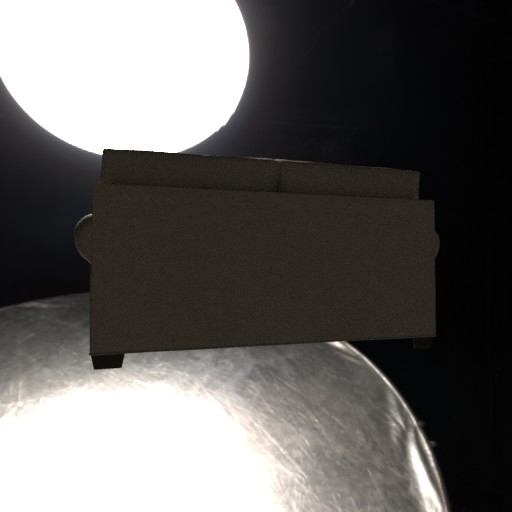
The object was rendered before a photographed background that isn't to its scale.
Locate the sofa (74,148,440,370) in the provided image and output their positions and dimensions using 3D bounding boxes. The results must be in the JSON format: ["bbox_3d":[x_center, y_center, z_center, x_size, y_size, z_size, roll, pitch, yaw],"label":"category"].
[{"bbox_3d":[0.000,0.000,2.388,1.774,0.933,0.861,0,-1,-17],"label":"sofa"}]
